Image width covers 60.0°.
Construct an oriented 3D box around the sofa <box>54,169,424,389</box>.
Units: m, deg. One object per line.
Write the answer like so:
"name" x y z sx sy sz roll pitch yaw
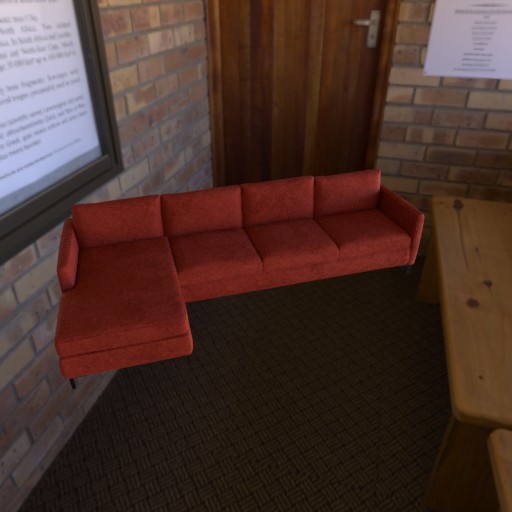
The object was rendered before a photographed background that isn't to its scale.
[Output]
"sofa" 0.000 0.000 2.971 2.467 0.663 1.136 -9 33 -14
